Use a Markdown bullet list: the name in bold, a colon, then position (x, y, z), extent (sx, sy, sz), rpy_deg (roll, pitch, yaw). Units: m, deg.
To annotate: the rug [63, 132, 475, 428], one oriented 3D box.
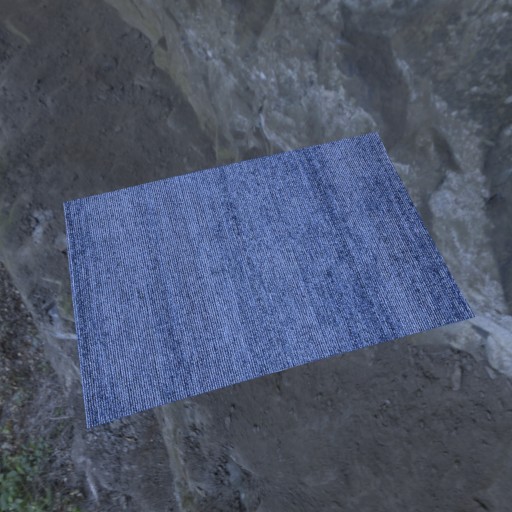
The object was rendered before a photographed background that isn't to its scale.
- **rug**: position (0.000, 0.000, 2.195), extent (1.793, 0.025, 1.159), rpy_deg (-14, 65, -7)
